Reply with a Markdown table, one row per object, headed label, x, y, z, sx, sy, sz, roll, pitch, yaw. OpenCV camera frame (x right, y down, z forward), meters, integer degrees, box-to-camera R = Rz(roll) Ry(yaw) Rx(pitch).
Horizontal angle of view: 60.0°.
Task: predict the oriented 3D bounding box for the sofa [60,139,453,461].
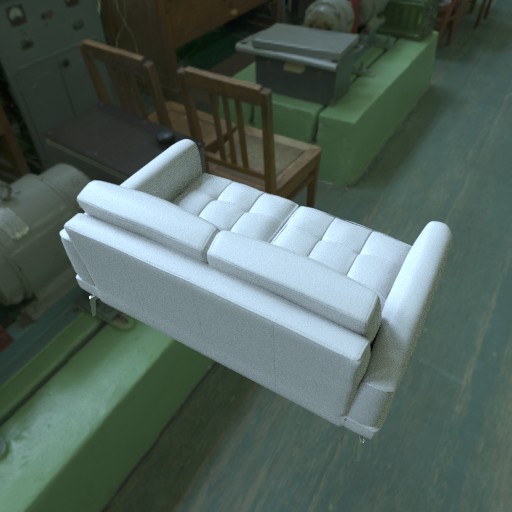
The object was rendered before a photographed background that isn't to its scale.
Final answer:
| label | x | y | z | sx | sy | sz | roll | pitch | yaw |
| --- | --- | --- | --- | --- | --- | --- | --- | --- | --- |
| sofa | 0.000 | 0.000 | 2.400 | 1.819 | 0.930 | 1.121 | 22 | 50 | 20 |
